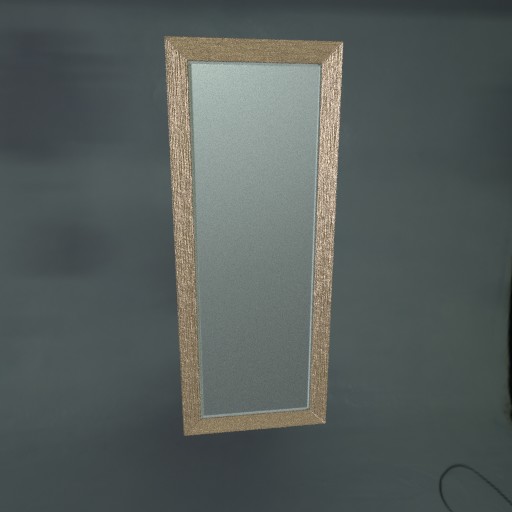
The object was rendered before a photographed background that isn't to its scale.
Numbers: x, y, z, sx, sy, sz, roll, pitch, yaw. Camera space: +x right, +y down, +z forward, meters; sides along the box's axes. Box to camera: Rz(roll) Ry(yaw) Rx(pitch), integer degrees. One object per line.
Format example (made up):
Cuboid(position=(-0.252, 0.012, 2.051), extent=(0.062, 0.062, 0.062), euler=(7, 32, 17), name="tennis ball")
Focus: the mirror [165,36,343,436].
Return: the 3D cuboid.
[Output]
Cuboid(position=(0.000, 0.000, 2.272), extent=(0.812, 2.031, 0.026), euler=(-2, 15, -8), name="mirror")
